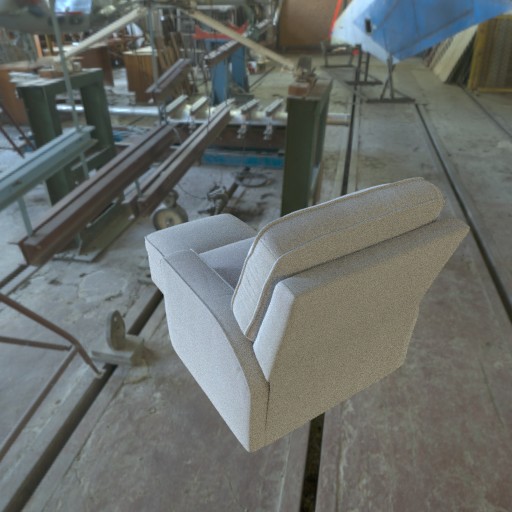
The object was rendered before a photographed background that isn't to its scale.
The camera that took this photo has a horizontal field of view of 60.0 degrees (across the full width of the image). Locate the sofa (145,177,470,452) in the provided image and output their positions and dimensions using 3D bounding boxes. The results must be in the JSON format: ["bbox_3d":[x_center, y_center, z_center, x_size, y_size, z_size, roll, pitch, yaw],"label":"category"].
[{"bbox_3d":[0.000,0.000,2.006,0.861,0.959,1.472,-18,35,-28],"label":"sofa"}]
